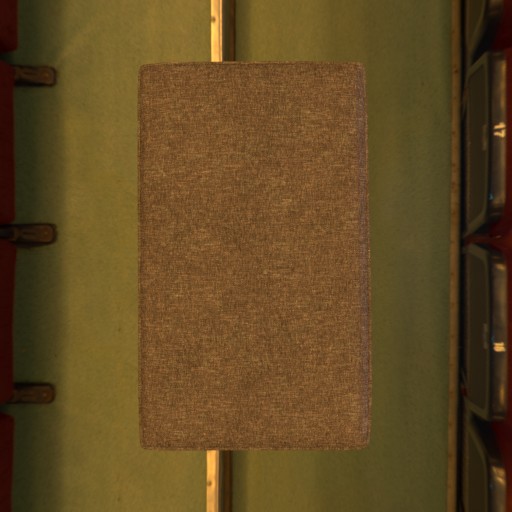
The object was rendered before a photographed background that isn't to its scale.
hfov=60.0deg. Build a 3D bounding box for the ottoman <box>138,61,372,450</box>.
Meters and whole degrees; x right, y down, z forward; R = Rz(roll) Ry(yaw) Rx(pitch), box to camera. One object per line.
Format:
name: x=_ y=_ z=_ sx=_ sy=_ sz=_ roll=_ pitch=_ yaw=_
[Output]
ottoman: x=0.000 y=0.000 z=1.516 sx=0.717 sy=0.487 sz=1.184 roll=0 pitch=90 yaw=0
